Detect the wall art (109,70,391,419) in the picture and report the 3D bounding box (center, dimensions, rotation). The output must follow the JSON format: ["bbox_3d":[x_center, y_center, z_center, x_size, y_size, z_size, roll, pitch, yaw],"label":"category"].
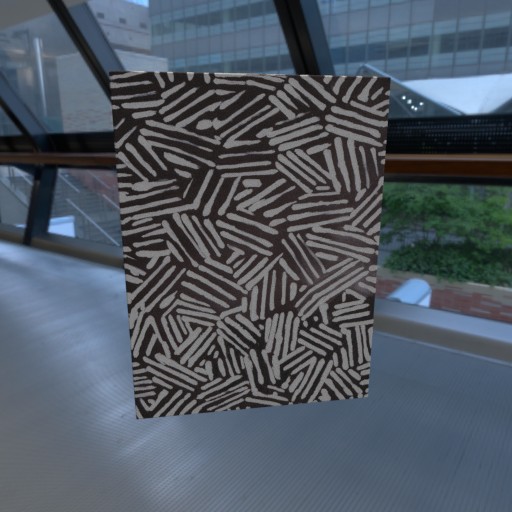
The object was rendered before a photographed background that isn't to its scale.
[{"bbox_3d":[0.000,0.000,1.333,0.765,1.017,0.038,-2,15,-9],"label":"wall art"}]
